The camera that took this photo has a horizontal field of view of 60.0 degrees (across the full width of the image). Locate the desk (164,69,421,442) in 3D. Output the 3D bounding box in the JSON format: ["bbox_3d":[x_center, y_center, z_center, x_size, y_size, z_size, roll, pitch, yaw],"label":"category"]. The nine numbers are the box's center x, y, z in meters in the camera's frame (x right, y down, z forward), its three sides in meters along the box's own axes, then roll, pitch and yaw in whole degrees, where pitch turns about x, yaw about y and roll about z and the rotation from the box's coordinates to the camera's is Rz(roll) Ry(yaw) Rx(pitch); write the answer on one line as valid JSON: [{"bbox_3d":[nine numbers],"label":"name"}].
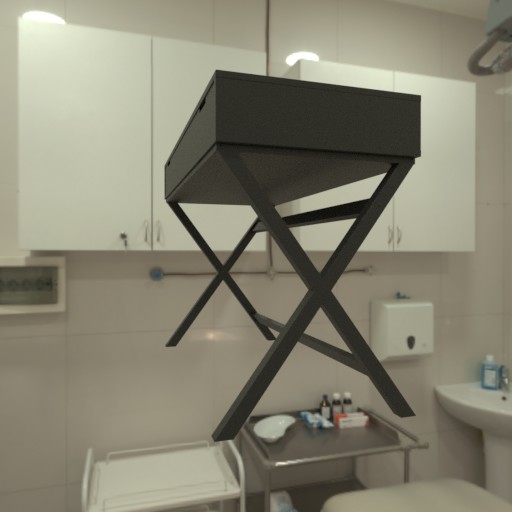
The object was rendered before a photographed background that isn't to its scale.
[{"bbox_3d":[0.000,0.000,1.499,0.504,0.780,1.057,0,0,-17],"label":"desk"}]
